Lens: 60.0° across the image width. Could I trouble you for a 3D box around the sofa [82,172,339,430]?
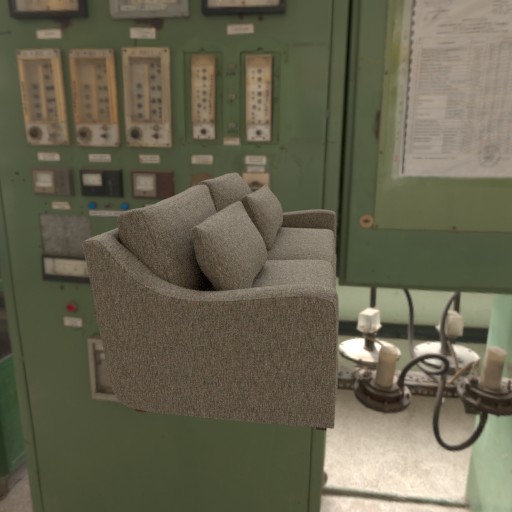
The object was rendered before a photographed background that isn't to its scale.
[{"bbox_3d":[0.000,0.000,3.002,1.103,0.998,2.418,2,15,9],"label":"sofa"}]
